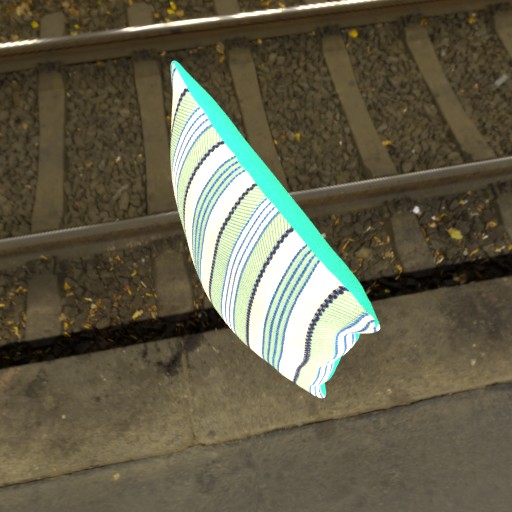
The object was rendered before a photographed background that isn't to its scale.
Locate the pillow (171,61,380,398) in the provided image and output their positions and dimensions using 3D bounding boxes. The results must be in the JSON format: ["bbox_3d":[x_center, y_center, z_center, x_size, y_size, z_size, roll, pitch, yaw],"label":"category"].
[{"bbox_3d":[0.000,0.000,0.696,0.182,0.441,0.440,-29,67,-14],"label":"pillow"}]
